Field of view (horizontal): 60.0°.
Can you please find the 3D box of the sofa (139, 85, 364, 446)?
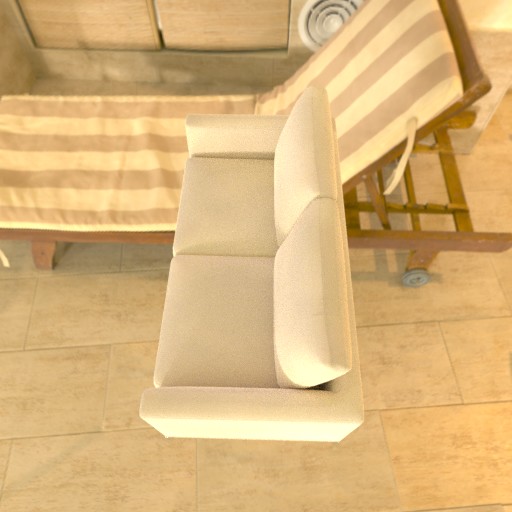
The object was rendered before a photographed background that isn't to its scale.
[{"bbox_3d":[0.000,0.000,2.339,0.906,0.995,1.739,1,58,1],"label":"sofa"}]
